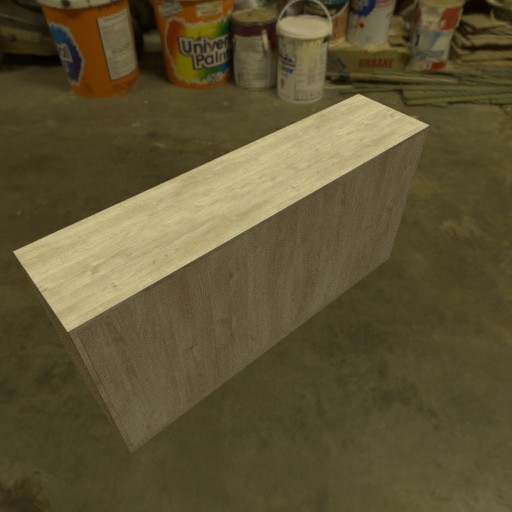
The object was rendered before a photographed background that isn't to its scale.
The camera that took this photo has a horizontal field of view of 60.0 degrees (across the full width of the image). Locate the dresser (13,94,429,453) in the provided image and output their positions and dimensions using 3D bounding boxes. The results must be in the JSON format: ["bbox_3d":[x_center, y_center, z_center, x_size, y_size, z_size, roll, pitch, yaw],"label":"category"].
[{"bbox_3d":[0.000,0.000,1.867,1.590,0.795,0.390,-32,53,-28],"label":"dresser"}]
